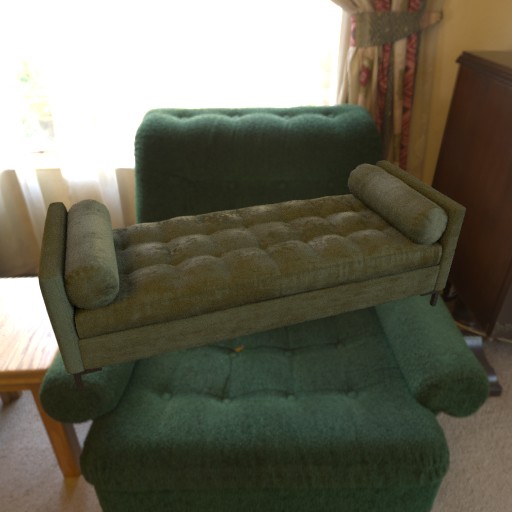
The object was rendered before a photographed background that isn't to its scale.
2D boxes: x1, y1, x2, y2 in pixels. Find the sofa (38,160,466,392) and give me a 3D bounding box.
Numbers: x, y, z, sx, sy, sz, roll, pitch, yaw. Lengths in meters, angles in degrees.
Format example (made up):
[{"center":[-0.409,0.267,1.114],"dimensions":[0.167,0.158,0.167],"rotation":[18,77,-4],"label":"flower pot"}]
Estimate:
[{"center":[0.000,0.000,2.521],"dimensions":[2.130,0.681,0.817],"rotation":[-10,33,-16],"label":"sofa"}]
